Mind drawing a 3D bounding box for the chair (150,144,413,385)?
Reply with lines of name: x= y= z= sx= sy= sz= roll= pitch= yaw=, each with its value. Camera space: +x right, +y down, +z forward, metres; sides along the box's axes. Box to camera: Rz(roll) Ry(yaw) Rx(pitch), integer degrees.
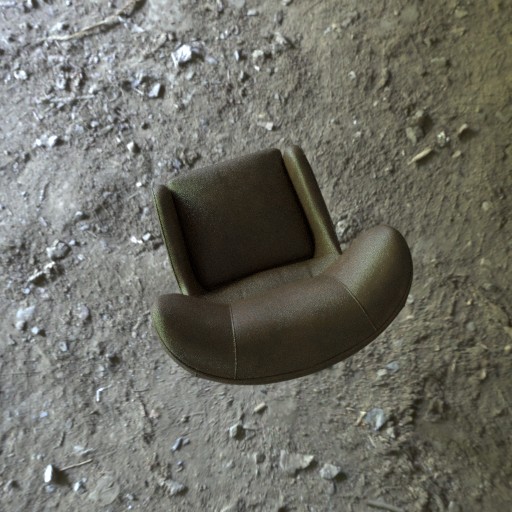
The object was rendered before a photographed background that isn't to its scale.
chair: x=0.000 y=0.000 z=1.668 sx=0.692 sy=1.048 sz=0.914 roll=-18 pitch=75 yaw=-5
